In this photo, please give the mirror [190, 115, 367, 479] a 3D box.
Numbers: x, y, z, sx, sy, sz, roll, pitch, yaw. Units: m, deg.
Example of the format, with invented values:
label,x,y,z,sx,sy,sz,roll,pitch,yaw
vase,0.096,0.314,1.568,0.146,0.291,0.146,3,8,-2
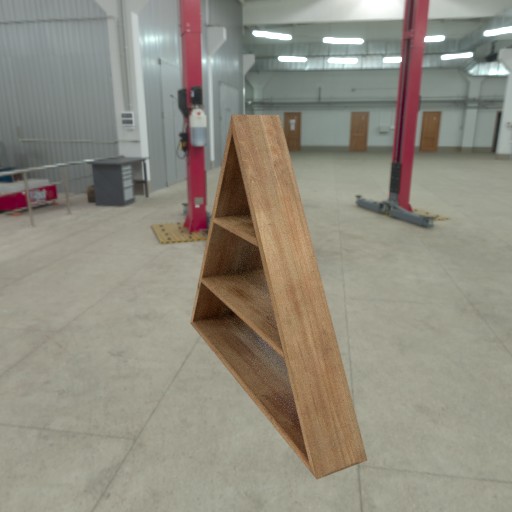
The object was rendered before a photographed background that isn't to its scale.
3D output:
label,x,y,z,sx,sy,sz,roll,pitch,yaw
mirror,0.000,0.000,0.903,0.100,0.548,0.631,-8,18,-25
